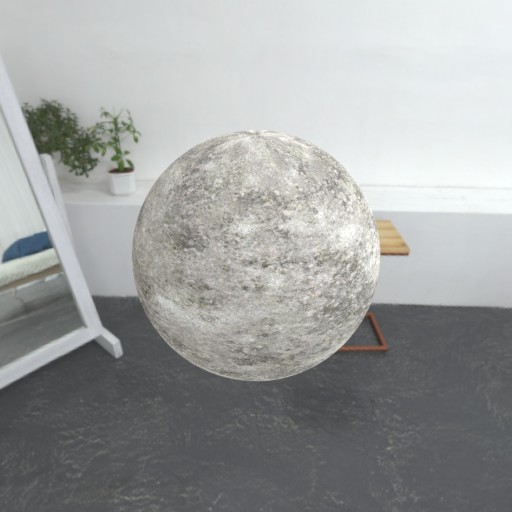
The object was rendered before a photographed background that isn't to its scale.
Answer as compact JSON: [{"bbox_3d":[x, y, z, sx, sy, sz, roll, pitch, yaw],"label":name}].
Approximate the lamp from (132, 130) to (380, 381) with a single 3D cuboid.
[{"bbox_3d":[0.000,0.000,0.782,0.422,0.429,0.422,0,32,0],"label":"lamp"}]
